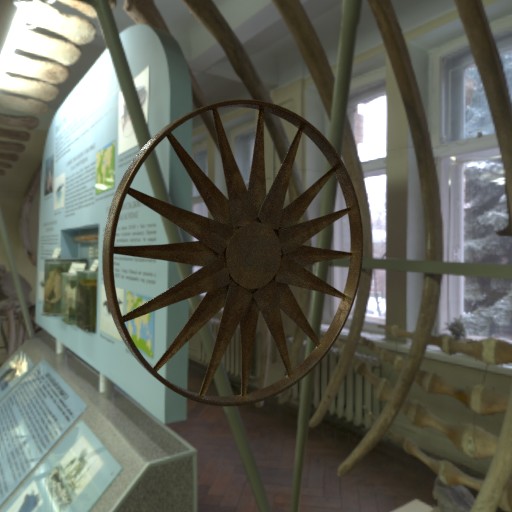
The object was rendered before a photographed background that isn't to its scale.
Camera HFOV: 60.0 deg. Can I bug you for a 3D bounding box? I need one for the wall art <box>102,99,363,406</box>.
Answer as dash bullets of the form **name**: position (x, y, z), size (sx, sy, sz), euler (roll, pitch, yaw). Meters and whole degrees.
- **wall art**: position (0.000, 0.000, 0.866), size (0.582, 0.583, 0.084), euler (0, 0, -35)
